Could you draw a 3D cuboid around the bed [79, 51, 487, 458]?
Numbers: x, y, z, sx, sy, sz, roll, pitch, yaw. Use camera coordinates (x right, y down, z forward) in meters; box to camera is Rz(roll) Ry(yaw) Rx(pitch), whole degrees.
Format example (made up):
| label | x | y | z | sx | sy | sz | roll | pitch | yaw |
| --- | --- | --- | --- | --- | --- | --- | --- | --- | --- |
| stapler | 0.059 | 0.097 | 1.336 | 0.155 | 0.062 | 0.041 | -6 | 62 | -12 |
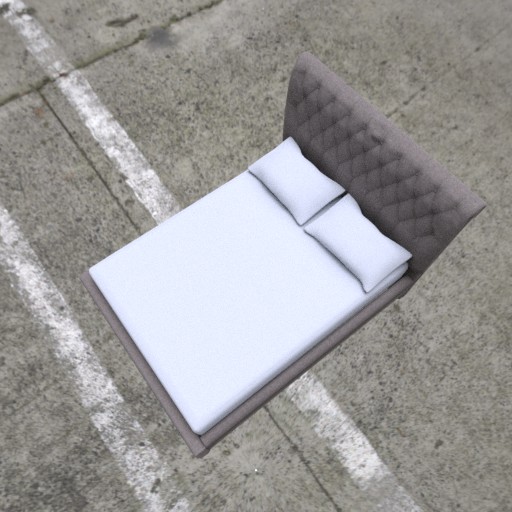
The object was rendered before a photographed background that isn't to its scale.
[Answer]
| label | x | y | z | sx | sy | sz | roll | pitch | yaw |
| --- | --- | --- | --- | --- | --- | --- | --- | --- | --- |
| bed | 0.000 | 0.000 | 3.222 | 2.252 | 1.371 | 1.645 | -35 | 69 | -15 |
